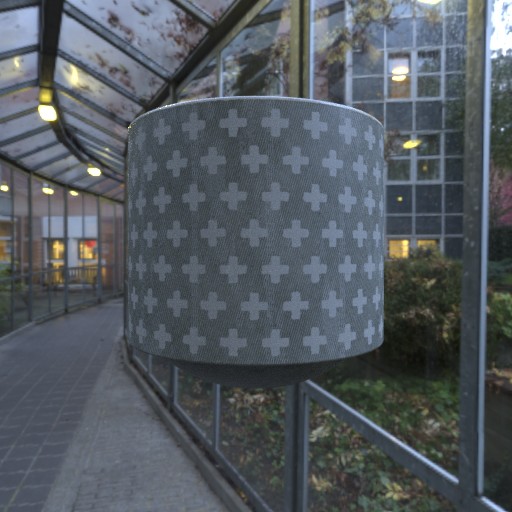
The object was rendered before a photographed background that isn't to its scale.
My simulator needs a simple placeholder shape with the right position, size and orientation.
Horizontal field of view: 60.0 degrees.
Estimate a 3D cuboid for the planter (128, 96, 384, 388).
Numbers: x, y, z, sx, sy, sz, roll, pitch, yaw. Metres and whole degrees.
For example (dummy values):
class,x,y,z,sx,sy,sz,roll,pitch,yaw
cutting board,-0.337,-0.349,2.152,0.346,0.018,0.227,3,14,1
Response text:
class,x,y,z,sx,sy,sz,roll,pitch,yaw
planter,0.000,0.000,0.452,0.250,0.239,0.250,0,1,0
